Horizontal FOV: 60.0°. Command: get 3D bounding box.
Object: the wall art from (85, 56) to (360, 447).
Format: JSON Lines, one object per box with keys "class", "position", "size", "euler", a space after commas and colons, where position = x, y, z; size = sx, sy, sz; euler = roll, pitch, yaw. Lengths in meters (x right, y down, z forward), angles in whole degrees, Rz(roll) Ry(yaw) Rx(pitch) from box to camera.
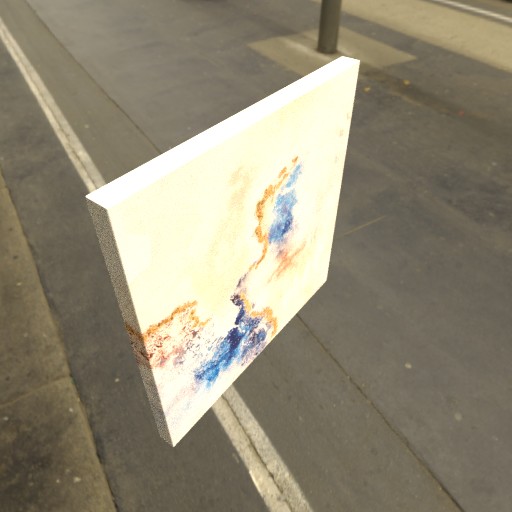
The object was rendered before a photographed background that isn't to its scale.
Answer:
{"class": "wall art", "position": [0.000, 0.000, 1.560], "size": [0.071, 1.061, 1.061], "euler": [28, 49, 27]}
